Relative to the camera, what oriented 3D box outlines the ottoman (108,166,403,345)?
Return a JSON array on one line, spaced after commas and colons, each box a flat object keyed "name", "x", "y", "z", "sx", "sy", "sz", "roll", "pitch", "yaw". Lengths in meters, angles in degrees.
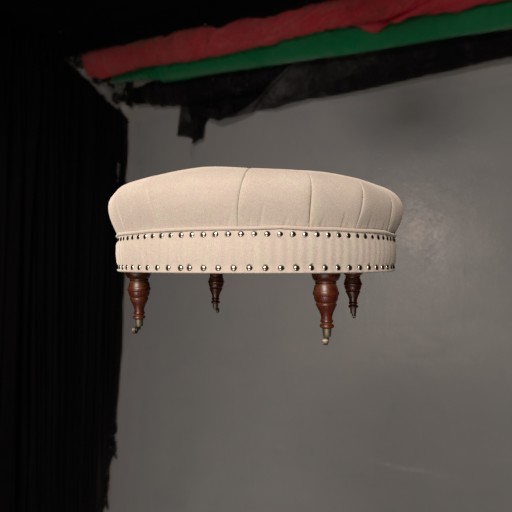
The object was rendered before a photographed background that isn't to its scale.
[{"name": "ottoman", "x": 0.000, "y": 0.000, "z": 1.413, "sx": 0.901, "sy": 0.439, "sz": 0.901, "roll": 0, "pitch": -1, "yaw": 0}]
